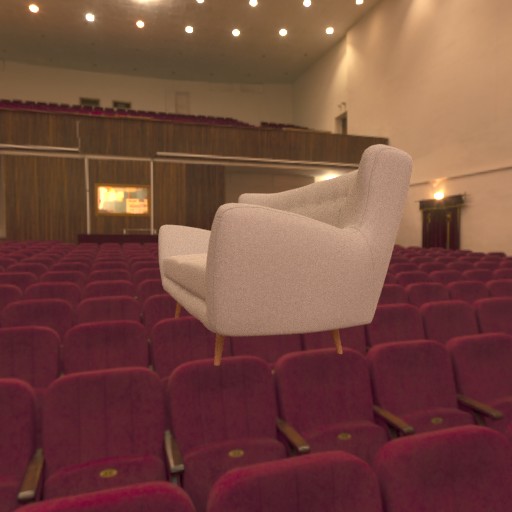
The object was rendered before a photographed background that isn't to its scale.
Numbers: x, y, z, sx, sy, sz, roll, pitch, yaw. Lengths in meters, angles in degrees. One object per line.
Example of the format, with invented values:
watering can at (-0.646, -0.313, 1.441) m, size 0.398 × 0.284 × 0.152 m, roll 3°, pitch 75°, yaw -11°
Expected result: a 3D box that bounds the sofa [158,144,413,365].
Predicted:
sofa at (0.000, 0.000, 2.461) m, size 0.899 × 0.890 × 1.930 m, roll -1°, pitch 2°, yaw -18°
